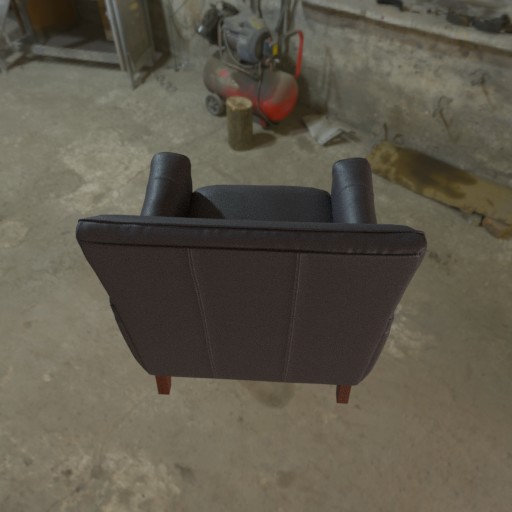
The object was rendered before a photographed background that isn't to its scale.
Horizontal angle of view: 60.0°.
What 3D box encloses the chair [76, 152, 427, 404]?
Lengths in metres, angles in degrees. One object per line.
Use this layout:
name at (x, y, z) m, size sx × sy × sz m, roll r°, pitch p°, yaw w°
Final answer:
chair at (0.000, 0.000, 1.605) m, size 0.870 × 0.943 × 0.825 m, roll 2°, pitch 46°, yaw 2°
